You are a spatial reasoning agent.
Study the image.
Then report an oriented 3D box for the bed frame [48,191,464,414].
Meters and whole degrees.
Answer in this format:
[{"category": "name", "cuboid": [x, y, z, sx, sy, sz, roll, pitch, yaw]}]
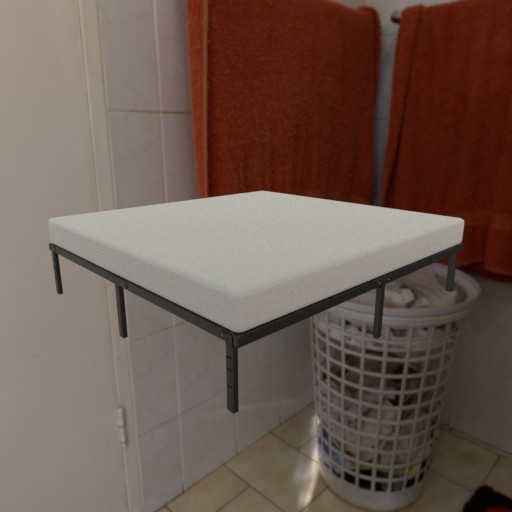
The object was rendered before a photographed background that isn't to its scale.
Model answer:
[{"category": "bed frame", "cuboid": [0.000, 0.000, 3.906, 2.635, 0.680, 2.526, -15, 22, -41]}]
